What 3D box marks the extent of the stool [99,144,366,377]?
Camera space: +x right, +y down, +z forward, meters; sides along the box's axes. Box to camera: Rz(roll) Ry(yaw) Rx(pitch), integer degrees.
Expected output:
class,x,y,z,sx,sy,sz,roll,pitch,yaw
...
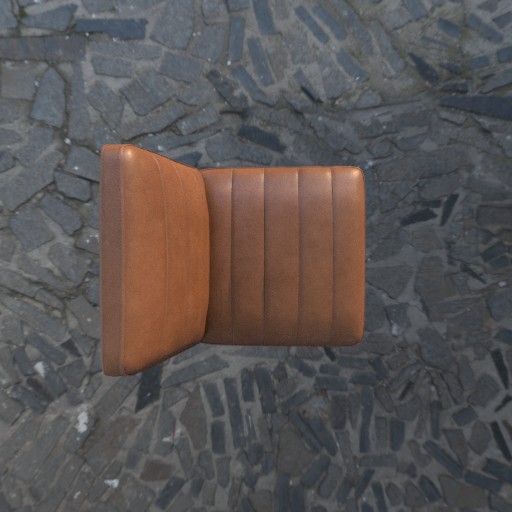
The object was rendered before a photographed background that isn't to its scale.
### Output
class,x,y,z,sx,sy,sz,roll,pitch,yaw
stool,0.000,0.000,1.251,0.556,0.940,0.458,0,91,2
